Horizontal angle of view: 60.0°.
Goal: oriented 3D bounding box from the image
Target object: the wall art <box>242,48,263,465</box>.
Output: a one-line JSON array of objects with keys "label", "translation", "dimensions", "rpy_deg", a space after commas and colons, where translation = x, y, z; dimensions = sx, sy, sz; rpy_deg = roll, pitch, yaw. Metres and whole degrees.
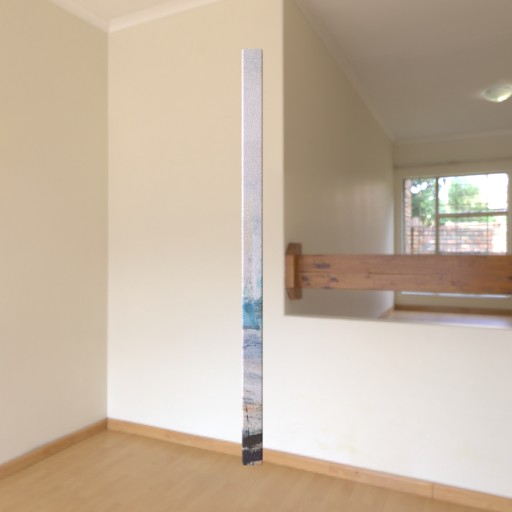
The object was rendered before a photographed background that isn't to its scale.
[{"label": "wall art", "translation": [0.000, 0.000, 1.314], "dimensions": [0.038, 0.762, 1.016], "rpy_deg": [0, 0, 1]}]
